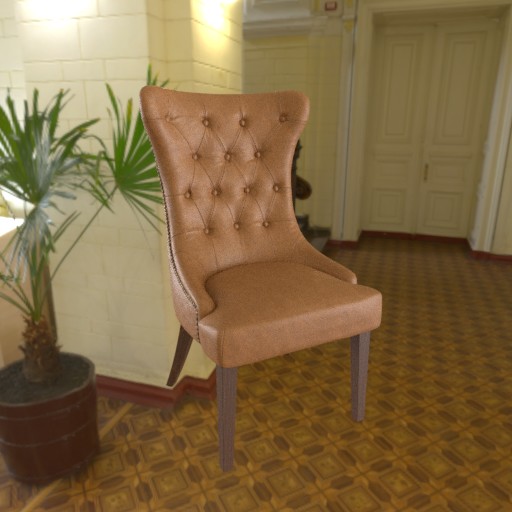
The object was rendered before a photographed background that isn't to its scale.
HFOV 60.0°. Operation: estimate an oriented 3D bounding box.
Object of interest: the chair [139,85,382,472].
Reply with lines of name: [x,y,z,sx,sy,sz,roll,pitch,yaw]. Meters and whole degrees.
chair: [0.000,0.000,1.462,0.611,1.065,0.669,-9,19,-26]
